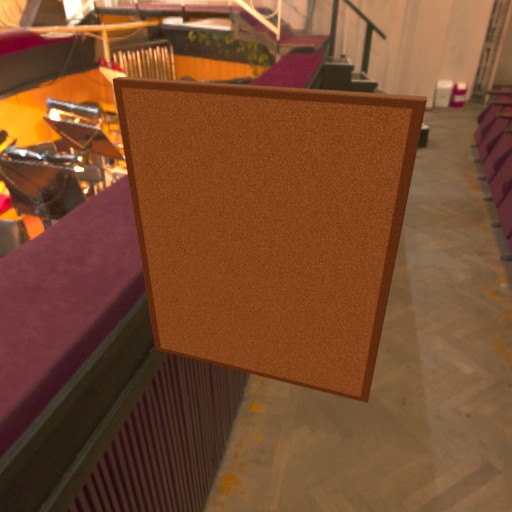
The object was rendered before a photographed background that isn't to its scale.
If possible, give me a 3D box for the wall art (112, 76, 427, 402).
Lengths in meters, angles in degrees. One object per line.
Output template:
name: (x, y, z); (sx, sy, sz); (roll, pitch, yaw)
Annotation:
wall art: (0.000, 0.000, 0.522); (0.310, 0.379, 0.015); (10, 33, 16)
